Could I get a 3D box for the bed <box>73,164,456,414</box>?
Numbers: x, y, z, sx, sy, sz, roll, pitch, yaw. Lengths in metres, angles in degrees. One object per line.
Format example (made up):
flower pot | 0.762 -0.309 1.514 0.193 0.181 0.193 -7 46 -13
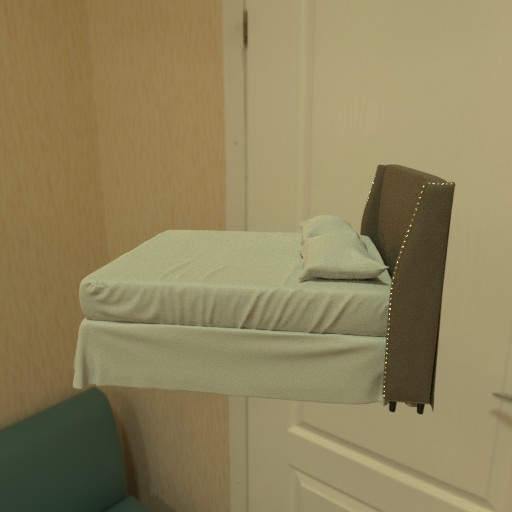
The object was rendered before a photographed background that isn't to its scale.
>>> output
bed | 0.000 0.000 3.389 2.276 1.332 1.925 2 14 8
